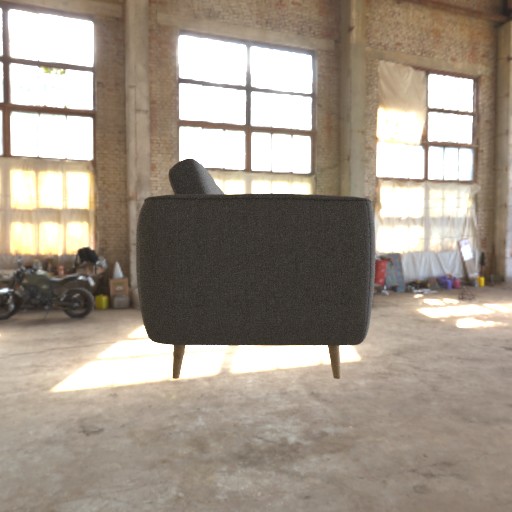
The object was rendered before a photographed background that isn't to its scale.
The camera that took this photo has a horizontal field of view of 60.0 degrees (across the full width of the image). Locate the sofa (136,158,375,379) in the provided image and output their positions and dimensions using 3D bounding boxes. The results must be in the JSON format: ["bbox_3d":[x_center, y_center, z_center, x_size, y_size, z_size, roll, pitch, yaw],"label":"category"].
[{"bbox_3d":[0.000,0.000,2.513,0.920,0.870,2.000,0,3,0],"label":"sofa"}]
